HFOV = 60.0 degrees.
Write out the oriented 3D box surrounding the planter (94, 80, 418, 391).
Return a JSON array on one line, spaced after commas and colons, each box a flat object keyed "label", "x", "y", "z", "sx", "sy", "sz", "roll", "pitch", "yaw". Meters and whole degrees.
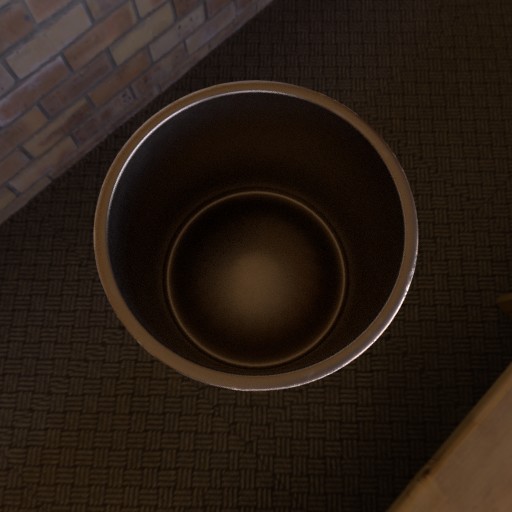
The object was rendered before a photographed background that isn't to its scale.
[{"label": "planter", "x": 0.000, "y": 0.000, "z": 0.445, "sx": 0.254, "sy": 0.221, "sz": 0.254, "roll": 0, "pitch": 76, "yaw": 0}]
